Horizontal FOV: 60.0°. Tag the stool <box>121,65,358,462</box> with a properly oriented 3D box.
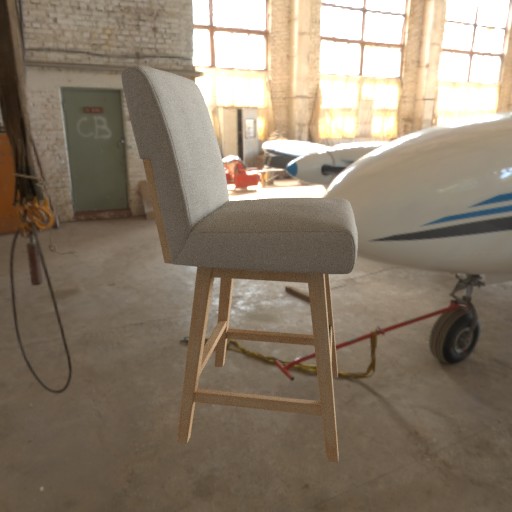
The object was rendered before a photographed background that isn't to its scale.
[{"bbox_3d":[0.000,0.000,1.399,0.606,1.085,0.507,3,17,9],"label":"stool"}]
